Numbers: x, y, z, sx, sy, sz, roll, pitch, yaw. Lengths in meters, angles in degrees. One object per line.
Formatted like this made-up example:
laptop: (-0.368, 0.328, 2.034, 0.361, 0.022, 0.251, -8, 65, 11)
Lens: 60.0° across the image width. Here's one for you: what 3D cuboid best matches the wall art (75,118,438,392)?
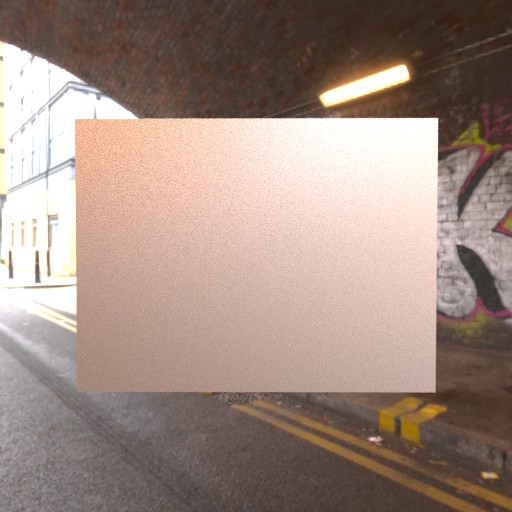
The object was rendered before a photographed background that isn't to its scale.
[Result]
wall art: (0.000, 0.000, 1.331, 1.056, 0.801, 0.066, 0, 1, 0)
